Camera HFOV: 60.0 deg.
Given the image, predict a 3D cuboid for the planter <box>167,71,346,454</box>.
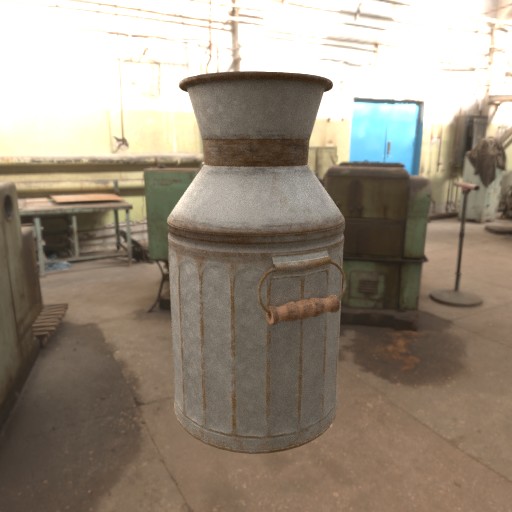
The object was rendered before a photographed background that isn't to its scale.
[{"bbox_3d":[0.000,0.000,0.541,0.214,0.396,0.245,-7,16,-26],"label":"planter"}]
